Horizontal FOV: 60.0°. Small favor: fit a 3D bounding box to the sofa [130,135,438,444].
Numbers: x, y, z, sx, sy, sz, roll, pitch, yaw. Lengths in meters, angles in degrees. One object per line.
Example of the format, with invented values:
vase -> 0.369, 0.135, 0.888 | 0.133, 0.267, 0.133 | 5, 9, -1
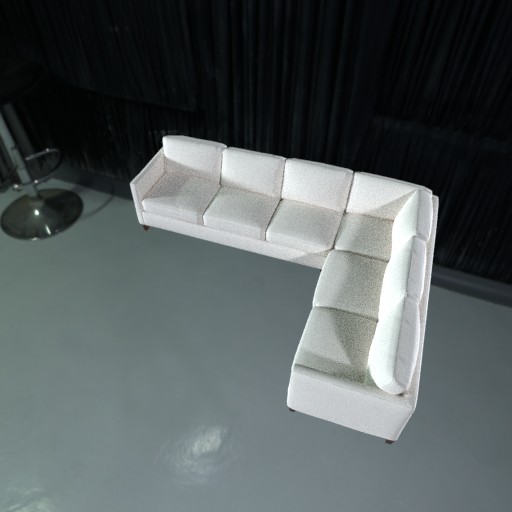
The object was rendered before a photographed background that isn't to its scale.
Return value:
sofa -> 0.000, 0.000, 4.490 | 3.302, 0.947, 2.593 | 14, 48, 13
